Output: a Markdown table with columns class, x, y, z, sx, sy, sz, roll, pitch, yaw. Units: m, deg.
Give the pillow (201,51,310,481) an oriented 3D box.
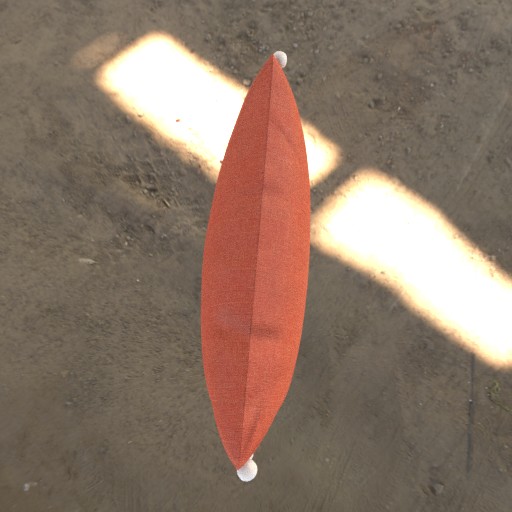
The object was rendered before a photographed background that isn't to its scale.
| class | x | y | z | sx | sy | sz | roll | pitch | yaw |
| --- | --- | --- | --- | --- | --- | --- | --- | --- | --- |
| pillow | 0.000 | 0.000 | 0.823 | 0.201 | 0.322 | 0.709 | 5 | 76 | 1 |
